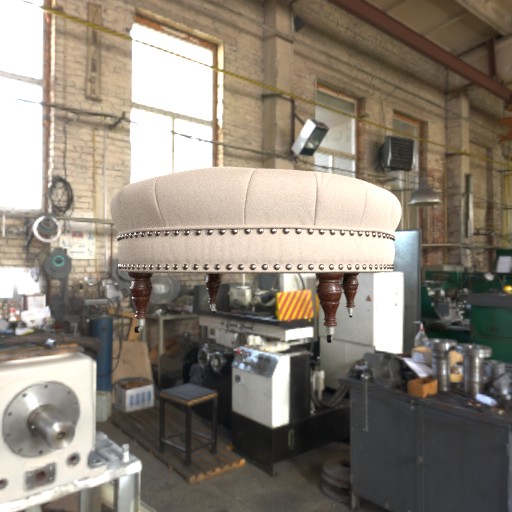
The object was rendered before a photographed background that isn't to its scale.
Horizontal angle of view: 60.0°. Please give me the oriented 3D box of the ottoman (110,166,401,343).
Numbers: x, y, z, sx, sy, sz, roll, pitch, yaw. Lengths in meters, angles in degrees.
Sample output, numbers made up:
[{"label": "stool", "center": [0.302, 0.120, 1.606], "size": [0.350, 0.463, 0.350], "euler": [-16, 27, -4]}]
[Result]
[{"label": "ottoman", "center": [0.000, 0.000, 1.426], "size": [0.901, 0.439, 0.901], "euler": [0, -1, 0]}]
